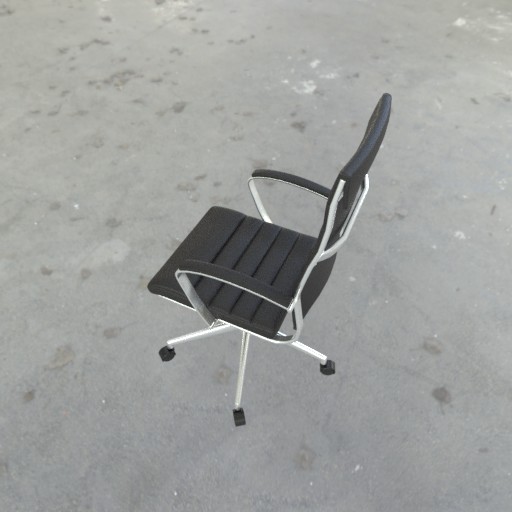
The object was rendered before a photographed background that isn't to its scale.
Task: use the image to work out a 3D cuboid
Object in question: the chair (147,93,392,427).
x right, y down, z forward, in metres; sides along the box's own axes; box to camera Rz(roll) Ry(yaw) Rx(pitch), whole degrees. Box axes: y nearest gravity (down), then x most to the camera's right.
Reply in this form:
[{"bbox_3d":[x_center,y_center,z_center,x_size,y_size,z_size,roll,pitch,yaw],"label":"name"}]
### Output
[{"bbox_3d":[0.000,0.000,1.595,0.739,1.149,0.766,18,48,17],"label":"chair"}]
